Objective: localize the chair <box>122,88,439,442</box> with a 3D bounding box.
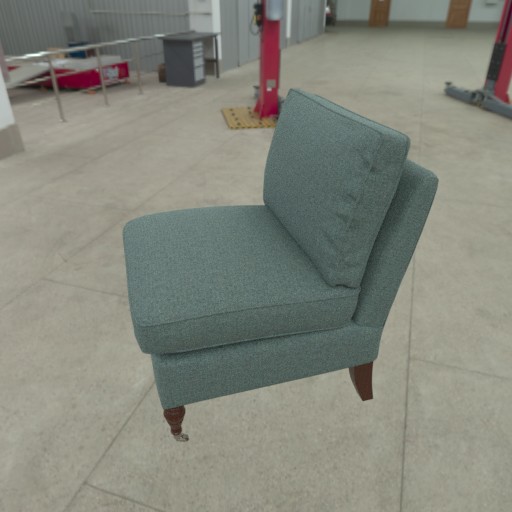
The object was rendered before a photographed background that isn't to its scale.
[{"bbox_3d":[0.000,0.000,1.409,0.796,0.901,0.624,-9,32,-14],"label":"chair"}]
